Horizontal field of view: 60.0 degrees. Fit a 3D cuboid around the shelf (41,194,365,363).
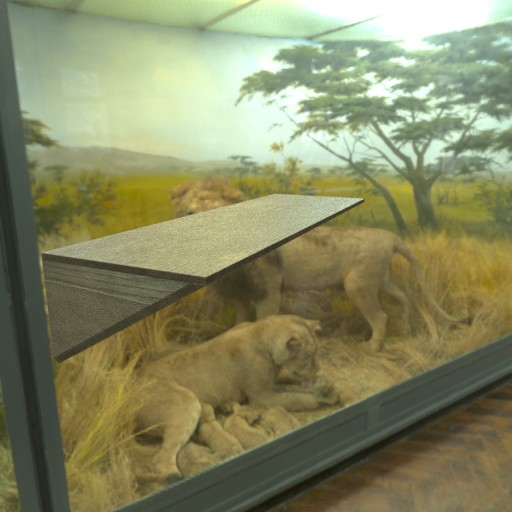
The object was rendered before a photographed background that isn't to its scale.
[{"bbox_3d":[0.000,0.000,0.698,0.200,0.125,0.610,7,16,25],"label":"shelf"}]
